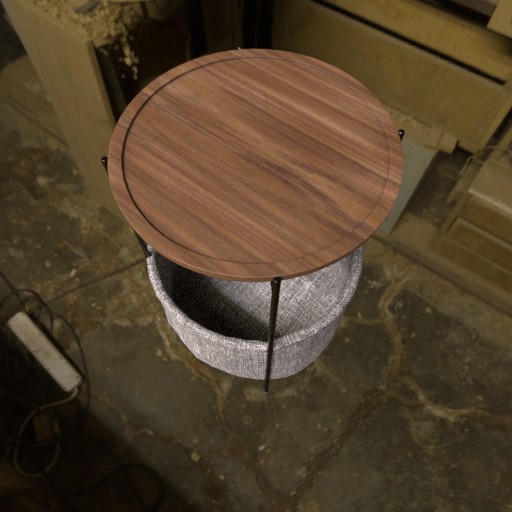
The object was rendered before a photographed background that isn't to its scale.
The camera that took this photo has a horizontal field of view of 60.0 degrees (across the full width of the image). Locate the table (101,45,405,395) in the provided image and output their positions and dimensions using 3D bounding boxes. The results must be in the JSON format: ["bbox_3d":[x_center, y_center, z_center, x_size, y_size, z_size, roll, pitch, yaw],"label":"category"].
[{"bbox_3d":[0.000,0.000,0.858,0.400,0.623,0.400,35,67,17],"label":"table"}]
